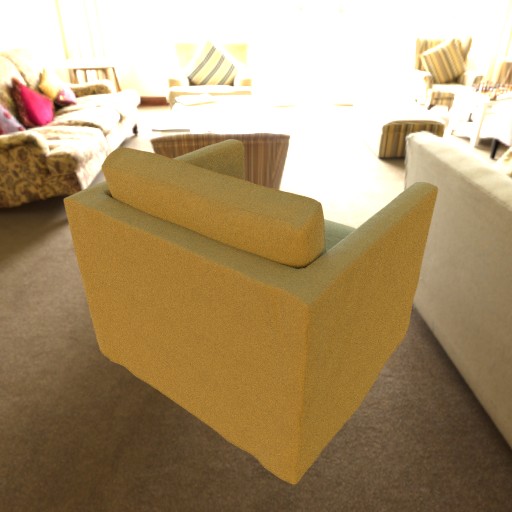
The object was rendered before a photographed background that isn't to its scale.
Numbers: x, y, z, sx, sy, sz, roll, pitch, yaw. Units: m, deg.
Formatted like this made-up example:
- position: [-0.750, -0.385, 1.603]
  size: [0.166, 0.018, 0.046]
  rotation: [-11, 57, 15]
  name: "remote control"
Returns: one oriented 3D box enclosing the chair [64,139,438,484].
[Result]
- position: [0.000, 0.000, 1.739]
  size: [1.057, 0.863, 0.949]
  rotation: [21, 37, 32]
  name: "chair"
